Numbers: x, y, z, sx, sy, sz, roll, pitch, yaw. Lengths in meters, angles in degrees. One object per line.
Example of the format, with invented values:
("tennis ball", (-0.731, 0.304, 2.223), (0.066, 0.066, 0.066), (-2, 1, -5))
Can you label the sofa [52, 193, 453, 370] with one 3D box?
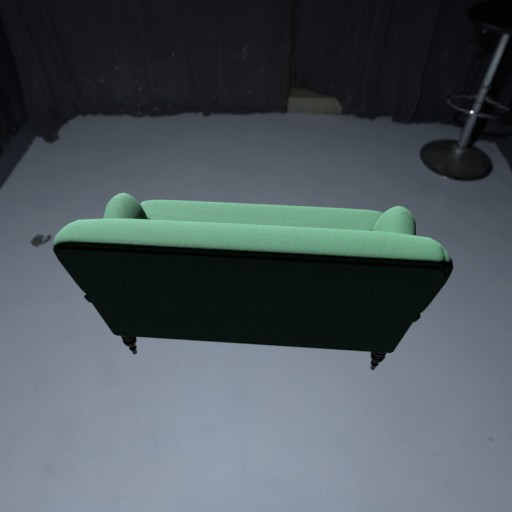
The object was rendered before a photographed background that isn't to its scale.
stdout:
("sofa", (0.000, 0.000, 1.842), (1.297, 0.889, 0.779), (3, 48, 3))
